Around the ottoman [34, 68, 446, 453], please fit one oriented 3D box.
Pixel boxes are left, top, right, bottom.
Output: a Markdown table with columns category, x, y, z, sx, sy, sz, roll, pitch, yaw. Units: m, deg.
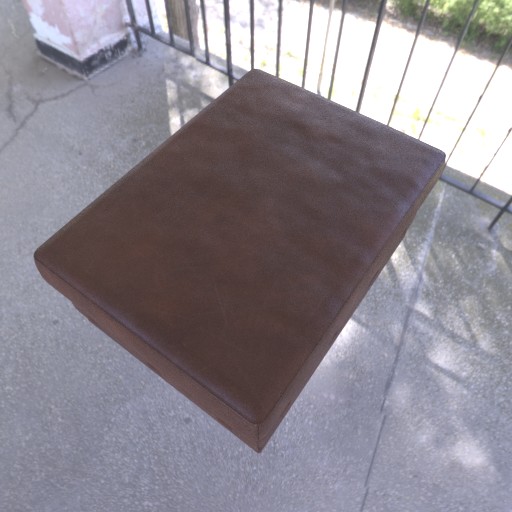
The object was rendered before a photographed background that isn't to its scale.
| category | x | y | z | sx | sy | sz | roll | pitch | yaw |
| --- | --- | --- | --- | --- | --- | --- | --- | --- | --- |
| ottoman | 0.000 | 0.000 | 1.168 | 0.588 | 0.509 | 0.795 | 31 | 63 | 19 |
